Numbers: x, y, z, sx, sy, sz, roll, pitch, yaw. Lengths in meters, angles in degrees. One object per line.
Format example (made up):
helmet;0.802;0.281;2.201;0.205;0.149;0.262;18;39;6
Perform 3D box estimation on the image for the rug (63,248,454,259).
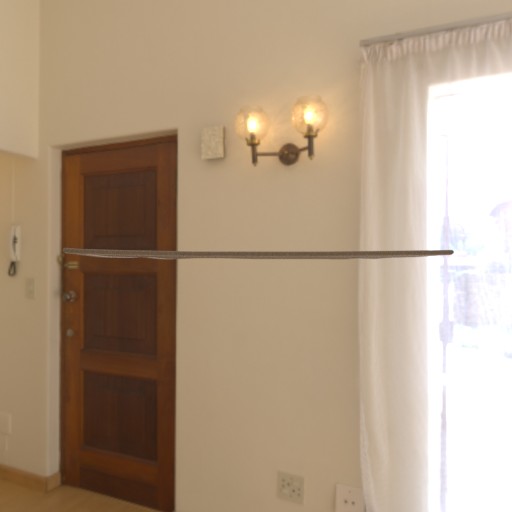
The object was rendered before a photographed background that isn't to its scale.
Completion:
rug;0.000;0.000;2.315;1.252;0.034;1.829;0;-1;-1
